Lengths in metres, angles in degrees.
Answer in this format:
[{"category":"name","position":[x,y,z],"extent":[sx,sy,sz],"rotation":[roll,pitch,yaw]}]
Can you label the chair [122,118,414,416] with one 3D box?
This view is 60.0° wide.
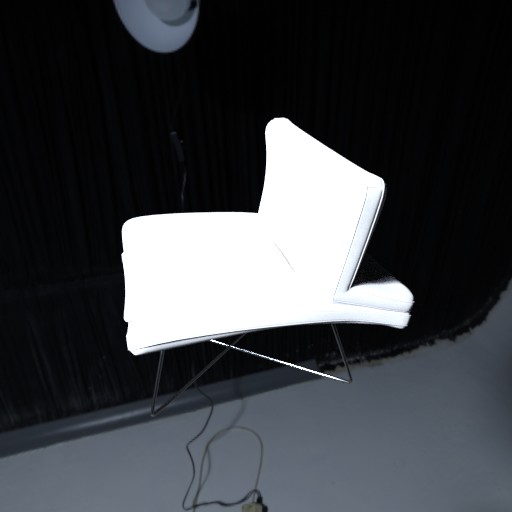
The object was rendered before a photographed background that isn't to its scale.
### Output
[{"category":"chair","position":[0.000,0.000,1.717],"extent":[1.008,0.855,0.859],"rotation":[-8,30,-14]}]
